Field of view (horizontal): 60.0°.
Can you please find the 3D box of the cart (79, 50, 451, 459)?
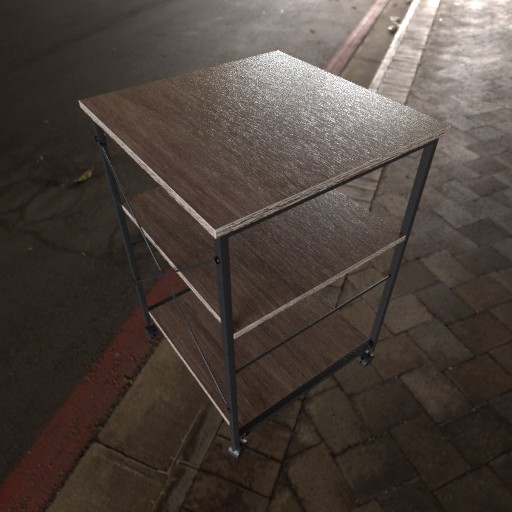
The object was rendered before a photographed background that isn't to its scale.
[{"bbox_3d":[0.000,0.000,1.124,0.520,0.762,0.521,-26,49,-26],"label":"cart"}]
